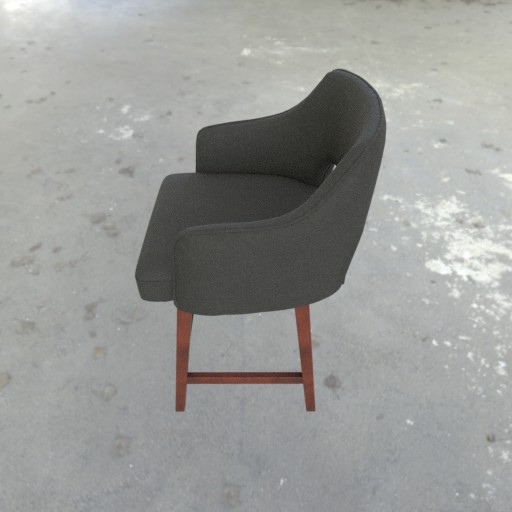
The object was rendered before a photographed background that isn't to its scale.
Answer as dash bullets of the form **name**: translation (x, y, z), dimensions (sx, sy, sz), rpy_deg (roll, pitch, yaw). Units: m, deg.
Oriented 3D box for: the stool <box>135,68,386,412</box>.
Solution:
- **stool**: translation (0.000, 0.000, 1.246), dimensions (0.558, 0.912, 0.548), rpy_deg (0, 41, 0)
